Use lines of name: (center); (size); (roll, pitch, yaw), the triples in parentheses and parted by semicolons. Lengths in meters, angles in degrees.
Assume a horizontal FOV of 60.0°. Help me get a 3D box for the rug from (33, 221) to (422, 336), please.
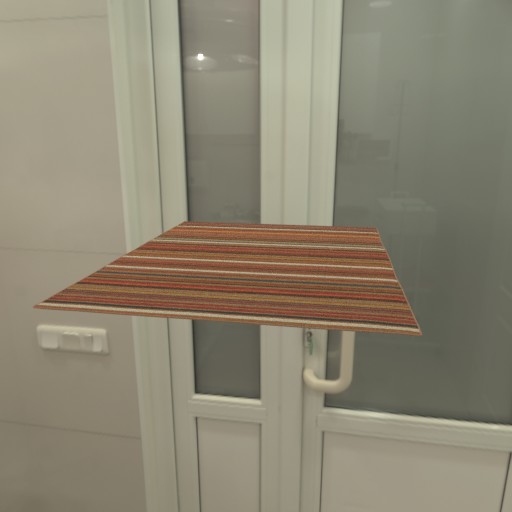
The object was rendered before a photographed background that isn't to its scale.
rug: (0.000, 0.000, 4.183); (2.479, 0.023, 3.092); (3, 15, 10)
